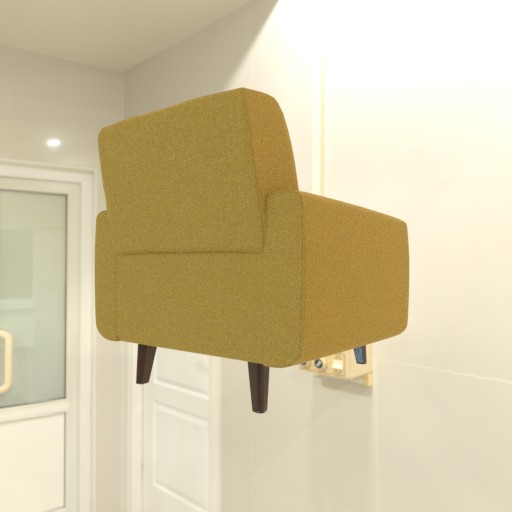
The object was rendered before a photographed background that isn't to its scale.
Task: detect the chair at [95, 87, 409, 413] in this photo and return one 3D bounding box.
[{"bbox_3d":[0.000,0.000,1.582,0.831,0.841,0.909,-1,-1,36],"label":"chair"}]
